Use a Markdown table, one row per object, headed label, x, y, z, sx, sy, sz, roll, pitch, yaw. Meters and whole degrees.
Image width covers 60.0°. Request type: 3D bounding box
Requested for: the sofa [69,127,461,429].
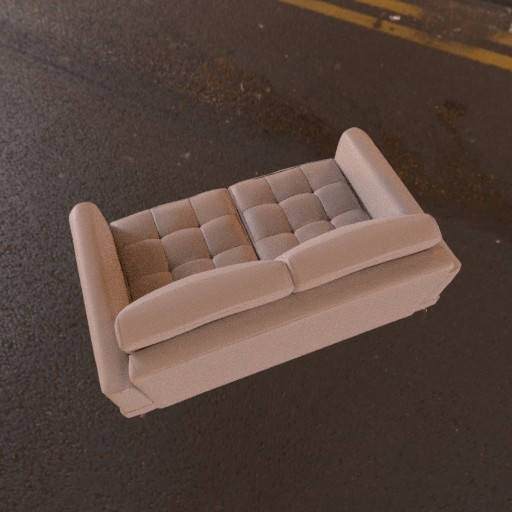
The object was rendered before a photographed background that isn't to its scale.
| label | x | y | z | sx | sy | sz | roll | pitch | yaw |
| --- | --- | --- | --- | --- | --- | --- | --- | --- | --- |
| sofa | 0.000 | 0.000 | 2.405 | 1.819 | 0.930 | 1.121 | -18 | 60 | -11 |
